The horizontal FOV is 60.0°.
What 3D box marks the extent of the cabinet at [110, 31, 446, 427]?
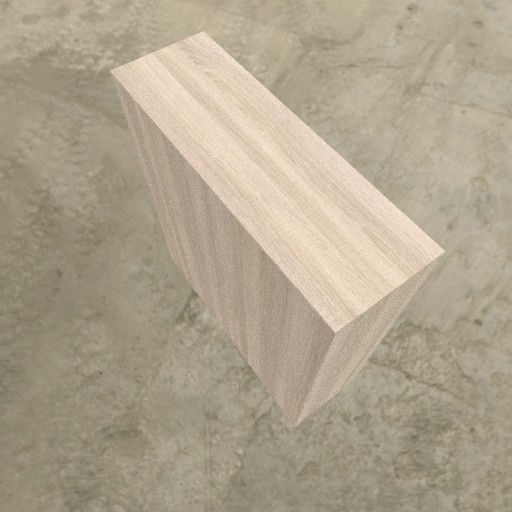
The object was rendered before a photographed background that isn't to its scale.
[{"bbox_3d":[0.000,0.000,3.028,0.620,2.060,1.870,-32,65,-17],"label":"cabinet"}]
